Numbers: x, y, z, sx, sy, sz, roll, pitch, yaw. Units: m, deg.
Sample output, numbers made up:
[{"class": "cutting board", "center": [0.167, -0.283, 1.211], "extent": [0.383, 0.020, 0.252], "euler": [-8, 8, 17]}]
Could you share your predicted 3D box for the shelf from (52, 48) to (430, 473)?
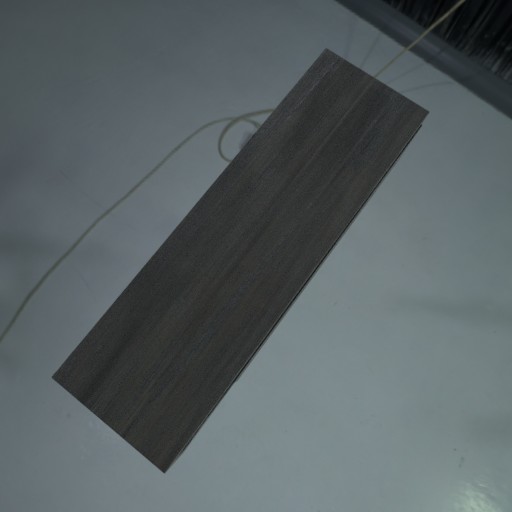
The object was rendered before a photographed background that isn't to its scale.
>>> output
[{"class": "shelf", "center": [0.000, 0.000, 1.526], "extent": [0.400, 0.495, 1.300], "euler": [36, 78, 9]}]
